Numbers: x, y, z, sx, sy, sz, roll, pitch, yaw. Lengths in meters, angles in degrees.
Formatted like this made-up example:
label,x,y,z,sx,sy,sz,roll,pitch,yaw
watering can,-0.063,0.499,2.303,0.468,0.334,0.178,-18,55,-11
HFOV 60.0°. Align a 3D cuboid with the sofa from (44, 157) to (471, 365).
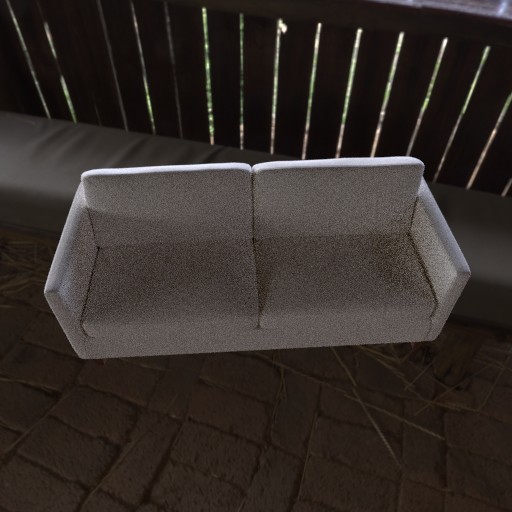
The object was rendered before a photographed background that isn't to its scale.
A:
label,x,y,z,sx,sy,sz,roll,pitch,yaw
sofa,0.000,0.000,2.654,2.139,0.933,0.924,-2,47,-2
